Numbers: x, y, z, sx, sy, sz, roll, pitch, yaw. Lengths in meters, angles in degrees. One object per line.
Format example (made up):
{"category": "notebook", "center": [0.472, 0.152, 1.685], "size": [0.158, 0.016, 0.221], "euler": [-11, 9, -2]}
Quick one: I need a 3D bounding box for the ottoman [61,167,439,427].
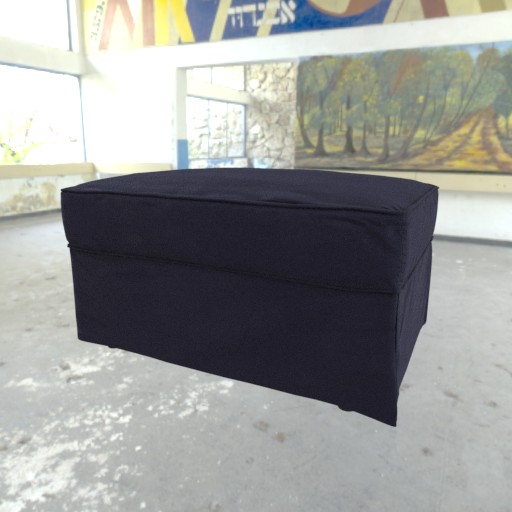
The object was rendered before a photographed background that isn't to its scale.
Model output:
{"category": "ottoman", "center": [0.000, 0.000, 1.297], "size": [0.938, 0.503, 0.637], "euler": [7, 16, 26]}
